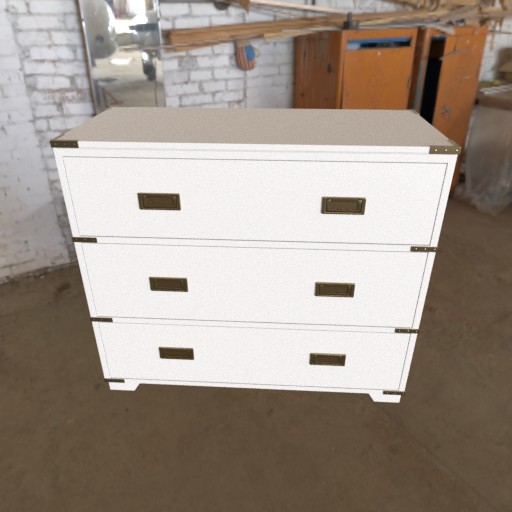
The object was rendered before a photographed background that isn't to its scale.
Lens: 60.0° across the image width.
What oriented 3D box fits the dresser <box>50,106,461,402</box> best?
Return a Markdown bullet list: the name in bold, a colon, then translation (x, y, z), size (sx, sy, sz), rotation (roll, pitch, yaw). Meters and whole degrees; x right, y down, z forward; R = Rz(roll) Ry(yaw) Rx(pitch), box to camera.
- **dresser**: translation (0.000, 0.000, 1.513), size (1.022, 0.891, 0.460), rotation (2, 29, 3)
